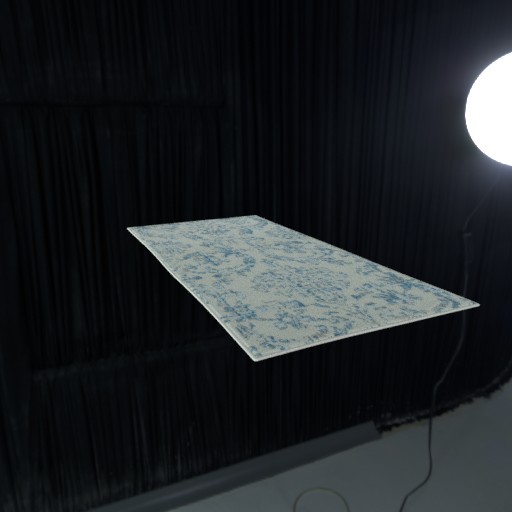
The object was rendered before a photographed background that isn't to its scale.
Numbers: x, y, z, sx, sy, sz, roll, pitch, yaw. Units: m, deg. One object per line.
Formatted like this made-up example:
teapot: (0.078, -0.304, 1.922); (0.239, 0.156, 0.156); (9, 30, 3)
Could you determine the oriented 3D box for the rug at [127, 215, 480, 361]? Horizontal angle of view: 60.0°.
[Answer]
rug: (0.000, 0.000, 1.462); (0.605, 0.007, 1.220); (-8, 18, -25)
